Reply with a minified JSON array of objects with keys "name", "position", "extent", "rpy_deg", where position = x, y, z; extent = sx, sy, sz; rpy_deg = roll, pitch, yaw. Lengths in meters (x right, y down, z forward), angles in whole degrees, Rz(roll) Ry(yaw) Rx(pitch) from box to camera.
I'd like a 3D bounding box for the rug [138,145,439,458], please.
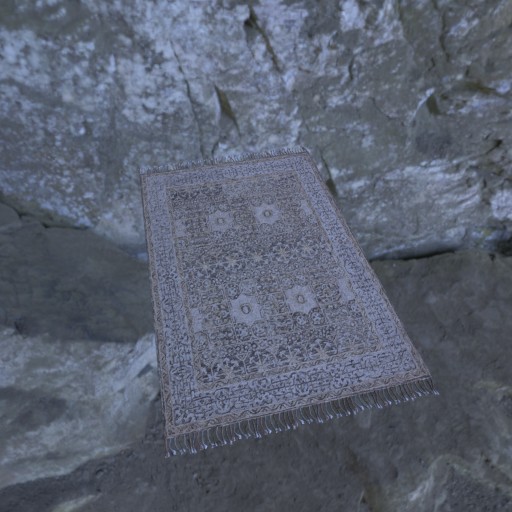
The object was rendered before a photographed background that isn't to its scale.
[{"name":"rug","position":[0.000,0.000,2.567],"extent":[1.237,0.010,2.029],"rpy_deg":[-10,48,-9]}]
